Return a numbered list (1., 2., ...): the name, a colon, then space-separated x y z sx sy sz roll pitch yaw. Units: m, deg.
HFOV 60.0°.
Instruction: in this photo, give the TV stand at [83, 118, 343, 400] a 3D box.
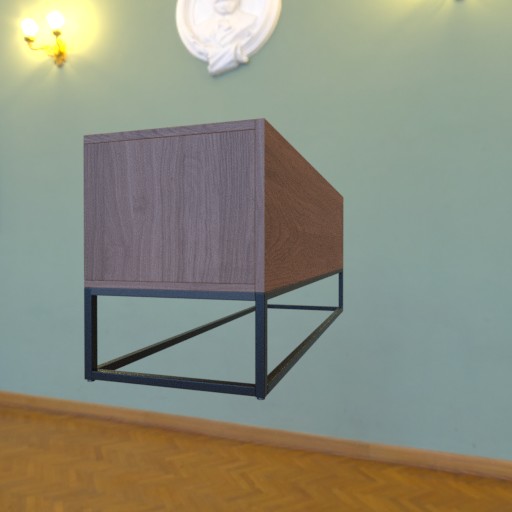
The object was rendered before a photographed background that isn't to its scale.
1. TV stand: 0.000 0.000 1.416 0.415 0.500 1.200 0 1 18
